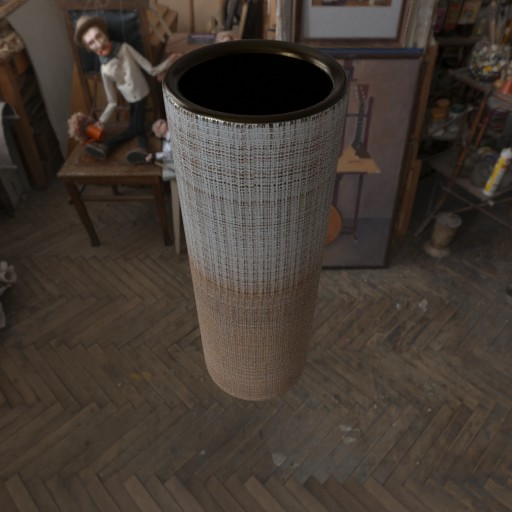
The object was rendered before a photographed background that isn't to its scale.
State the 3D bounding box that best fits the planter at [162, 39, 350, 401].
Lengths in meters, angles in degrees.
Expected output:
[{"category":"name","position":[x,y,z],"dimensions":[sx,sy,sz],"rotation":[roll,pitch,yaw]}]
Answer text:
[{"category":"planter","position":[0.000,0.000,0.333],"dimensions":[0.099,0.278,0.099],"rotation":[-30,53,-26]}]
